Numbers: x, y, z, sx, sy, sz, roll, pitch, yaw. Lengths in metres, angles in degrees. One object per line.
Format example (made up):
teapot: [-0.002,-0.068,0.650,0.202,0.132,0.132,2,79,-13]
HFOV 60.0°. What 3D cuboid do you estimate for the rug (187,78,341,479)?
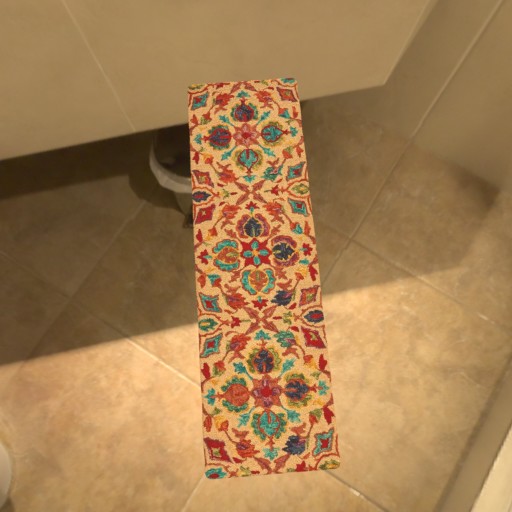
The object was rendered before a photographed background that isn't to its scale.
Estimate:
rug: [0.000,0.000,2.511,0.693,0.016,2.273,-4,76,-1]
